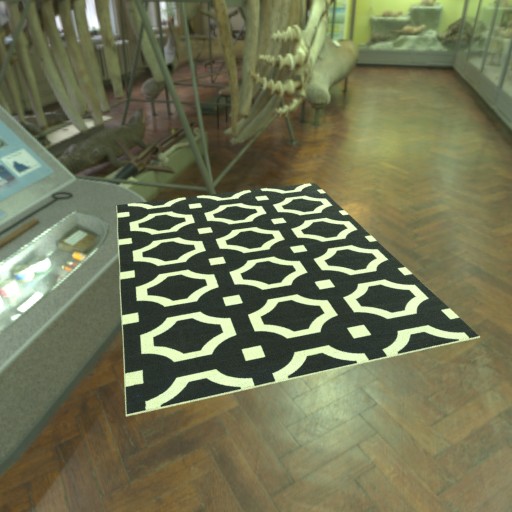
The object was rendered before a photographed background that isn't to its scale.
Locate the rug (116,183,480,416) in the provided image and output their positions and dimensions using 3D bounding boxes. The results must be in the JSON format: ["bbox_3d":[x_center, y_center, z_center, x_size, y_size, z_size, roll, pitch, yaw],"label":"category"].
[{"bbox_3d":[0.000,0.000,4.131,2.466,0.021,3.049,-8,32,-14],"label":"rug"}]
